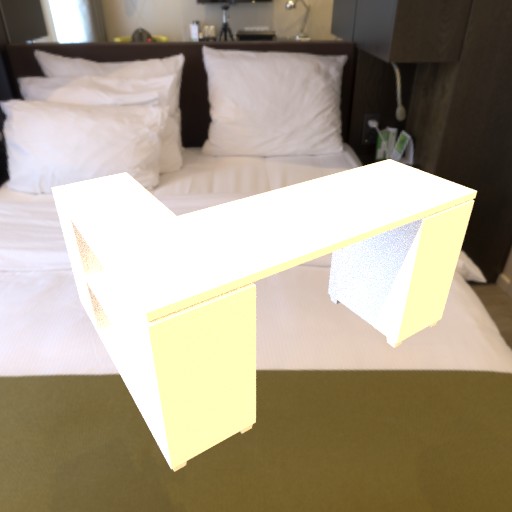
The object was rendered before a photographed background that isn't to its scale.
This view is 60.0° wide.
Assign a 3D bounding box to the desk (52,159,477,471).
[{"bbox_3d":[0.000,0.000,2.202,1.524,0.759,1.199,-19,36,-28],"label":"desk"}]
